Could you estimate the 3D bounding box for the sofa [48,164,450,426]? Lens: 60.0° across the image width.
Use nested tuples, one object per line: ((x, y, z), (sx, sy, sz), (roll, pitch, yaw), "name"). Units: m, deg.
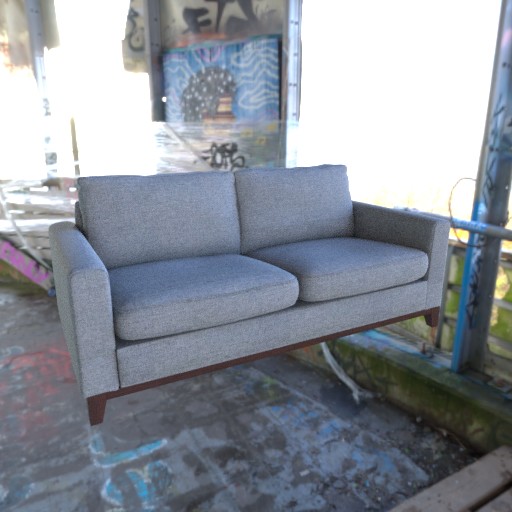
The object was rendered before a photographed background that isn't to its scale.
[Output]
((0.000, 0.000, 2.403), (1.978, 0.892, 0.969), (-8, 18, -27), "sofa")
